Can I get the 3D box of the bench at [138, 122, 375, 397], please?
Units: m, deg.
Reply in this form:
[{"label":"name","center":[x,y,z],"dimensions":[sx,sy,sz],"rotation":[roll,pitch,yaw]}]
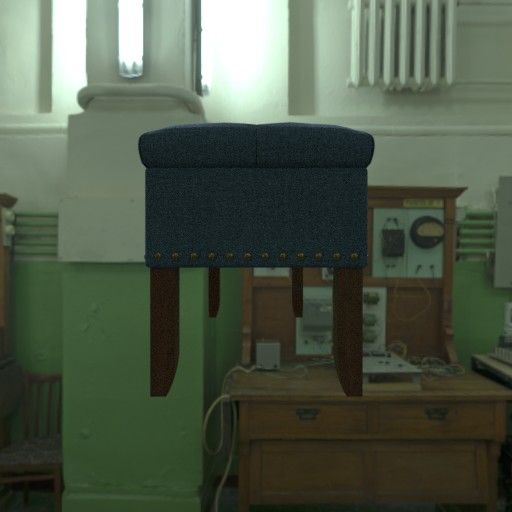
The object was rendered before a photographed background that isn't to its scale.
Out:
[{"label":"bench","center":[0.000,0.000,1.283],"dimensions":[0.417,0.492,1.052],"rotation":[0,0,0]}]
